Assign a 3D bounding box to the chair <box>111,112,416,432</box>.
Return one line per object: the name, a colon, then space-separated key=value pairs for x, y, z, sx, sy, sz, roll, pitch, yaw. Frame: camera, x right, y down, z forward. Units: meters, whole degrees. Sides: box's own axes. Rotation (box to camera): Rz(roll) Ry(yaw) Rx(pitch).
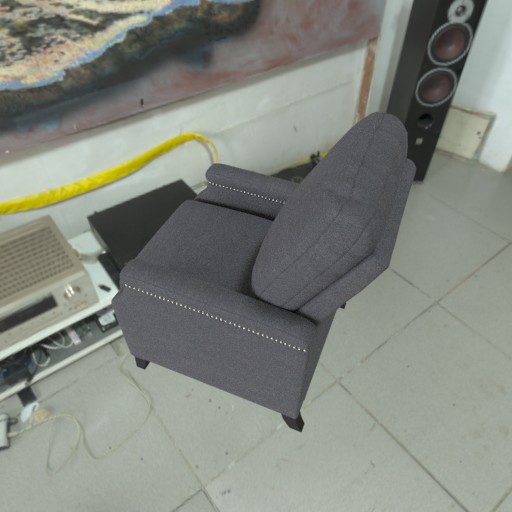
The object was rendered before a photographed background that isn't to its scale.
chair: x=0.000 y=0.000 z=1.653 sx=0.922 sy=1.049 sz=0.710 roll=17 pitch=48 yaw=16
